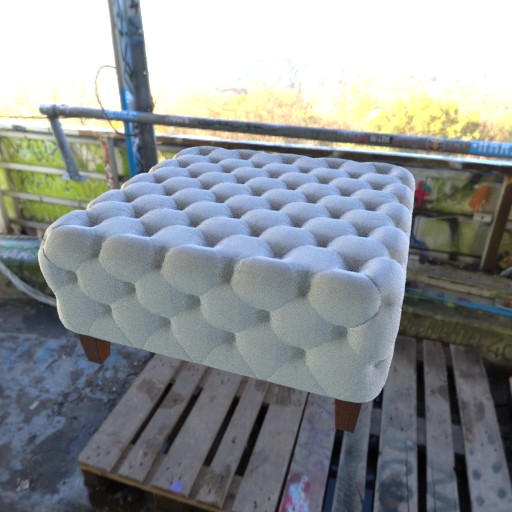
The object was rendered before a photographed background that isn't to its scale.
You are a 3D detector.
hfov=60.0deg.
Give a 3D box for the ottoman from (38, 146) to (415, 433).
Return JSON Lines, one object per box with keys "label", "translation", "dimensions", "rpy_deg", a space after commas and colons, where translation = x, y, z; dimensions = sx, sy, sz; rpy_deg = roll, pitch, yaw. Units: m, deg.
{"label": "ottoman", "translation": [0.000, 0.000, 1.187], "dimensions": [0.753, 0.376, 0.755], "rpy_deg": [10, 30, 17]}
